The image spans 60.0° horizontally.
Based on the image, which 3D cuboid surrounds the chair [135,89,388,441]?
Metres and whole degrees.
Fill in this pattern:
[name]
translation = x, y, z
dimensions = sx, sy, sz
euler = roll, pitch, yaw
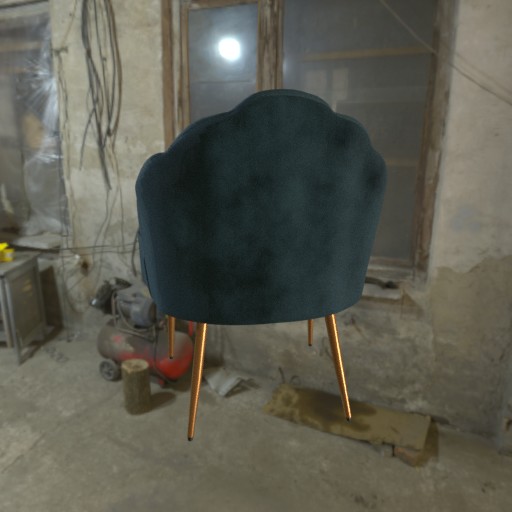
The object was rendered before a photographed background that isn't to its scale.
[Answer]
[chair]
translation = 0.000, 0.000, 1.242
dimensions = 0.657, 0.819, 0.599
euler = -3, 15, -11
